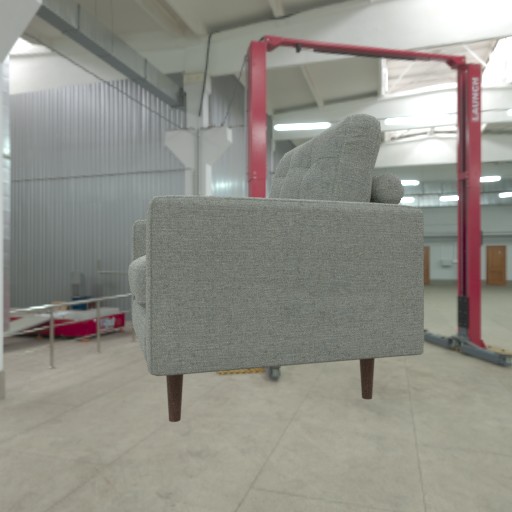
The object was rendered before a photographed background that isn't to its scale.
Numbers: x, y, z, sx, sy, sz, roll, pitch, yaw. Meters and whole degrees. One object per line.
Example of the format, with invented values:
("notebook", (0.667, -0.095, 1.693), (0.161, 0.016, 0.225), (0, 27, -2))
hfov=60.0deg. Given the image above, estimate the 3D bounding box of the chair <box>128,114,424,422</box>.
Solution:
("chair", (0.000, 0.000, 1.547), (0.843, 0.880, 0.821), (0, 0, -18))
